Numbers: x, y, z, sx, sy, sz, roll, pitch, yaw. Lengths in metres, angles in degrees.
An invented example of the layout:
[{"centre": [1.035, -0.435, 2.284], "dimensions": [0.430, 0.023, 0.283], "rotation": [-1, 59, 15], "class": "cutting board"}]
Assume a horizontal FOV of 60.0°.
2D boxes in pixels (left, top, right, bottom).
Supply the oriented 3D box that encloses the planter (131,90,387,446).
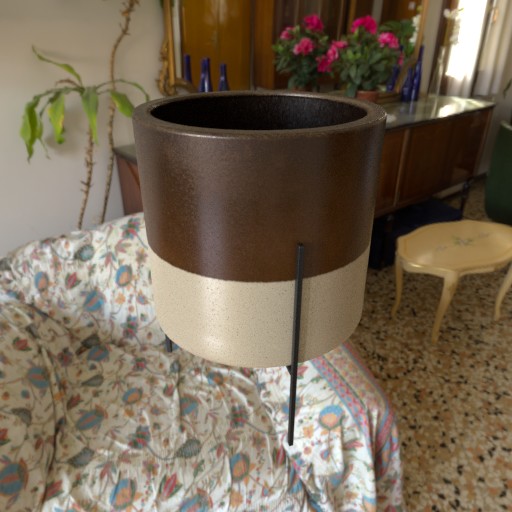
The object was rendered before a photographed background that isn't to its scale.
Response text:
[{"centre": [0.000, 0.000, 0.718], "dimensions": [0.354, 0.465, 0.345], "rotation": [7, 29, 13], "class": "planter"}]
